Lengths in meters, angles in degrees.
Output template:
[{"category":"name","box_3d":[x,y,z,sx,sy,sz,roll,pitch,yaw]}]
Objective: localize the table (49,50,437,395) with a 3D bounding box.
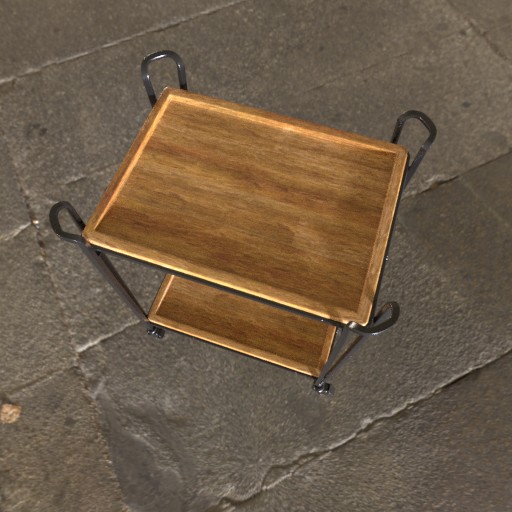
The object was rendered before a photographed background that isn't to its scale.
[{"category":"table","box_3d":[0.000,0.000,1.217,0.672,0.785,0.505,17,66,8]}]
